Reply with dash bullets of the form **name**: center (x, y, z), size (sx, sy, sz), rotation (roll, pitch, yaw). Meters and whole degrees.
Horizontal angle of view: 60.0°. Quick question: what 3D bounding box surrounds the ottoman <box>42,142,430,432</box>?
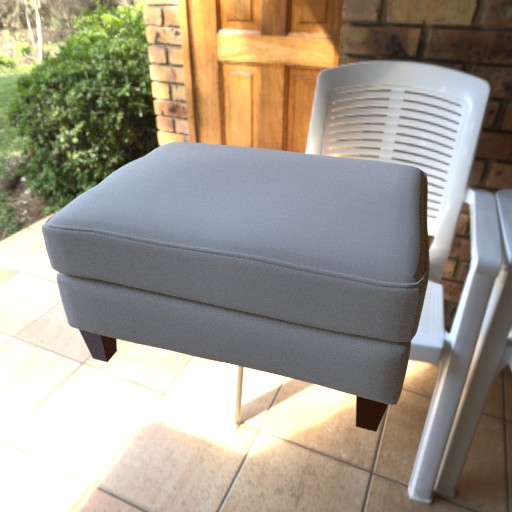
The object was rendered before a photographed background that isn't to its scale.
- **ottoman**: center (0.000, 0.000, 1.192), size (0.818, 0.479, 0.634), rotation (10, 33, 15)
